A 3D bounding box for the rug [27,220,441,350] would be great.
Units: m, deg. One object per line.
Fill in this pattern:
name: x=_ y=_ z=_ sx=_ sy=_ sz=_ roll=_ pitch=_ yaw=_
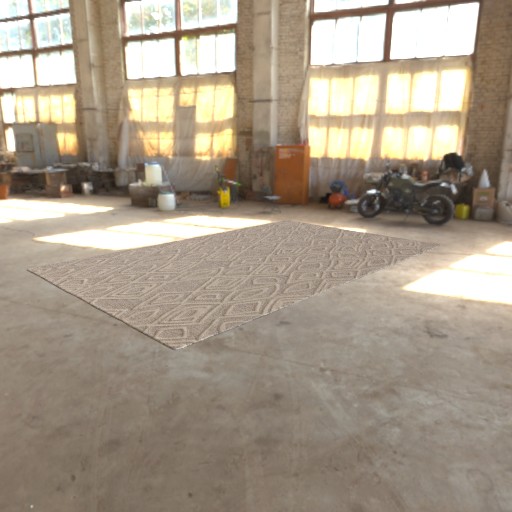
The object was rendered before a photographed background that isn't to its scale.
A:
rug: x=0.000 y=0.000 z=3.018 sx=1.546 sy=0.010 sz=2.442 roll=14 pitch=20 yaw=43
